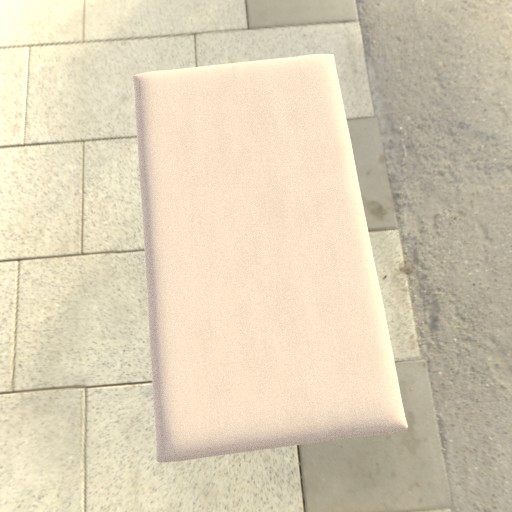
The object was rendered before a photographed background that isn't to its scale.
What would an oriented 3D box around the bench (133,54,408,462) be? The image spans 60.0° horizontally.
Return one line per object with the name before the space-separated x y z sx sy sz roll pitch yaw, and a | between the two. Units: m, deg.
bench | 0.000 0.000 1.167 0.500 0.449 0.887 -7 75 -2
